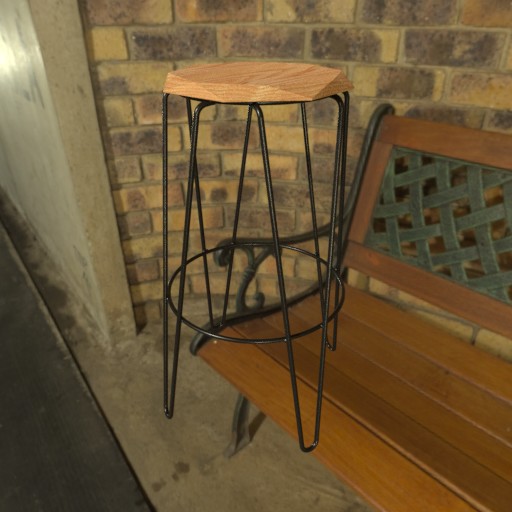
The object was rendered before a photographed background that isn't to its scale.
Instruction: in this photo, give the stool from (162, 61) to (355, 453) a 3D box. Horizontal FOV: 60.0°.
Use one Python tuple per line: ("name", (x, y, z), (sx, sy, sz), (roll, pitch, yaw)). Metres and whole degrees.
("stool", (0.000, 0.000, 0.789), (0.326, 0.610, 0.326), (8, 31, 14))
